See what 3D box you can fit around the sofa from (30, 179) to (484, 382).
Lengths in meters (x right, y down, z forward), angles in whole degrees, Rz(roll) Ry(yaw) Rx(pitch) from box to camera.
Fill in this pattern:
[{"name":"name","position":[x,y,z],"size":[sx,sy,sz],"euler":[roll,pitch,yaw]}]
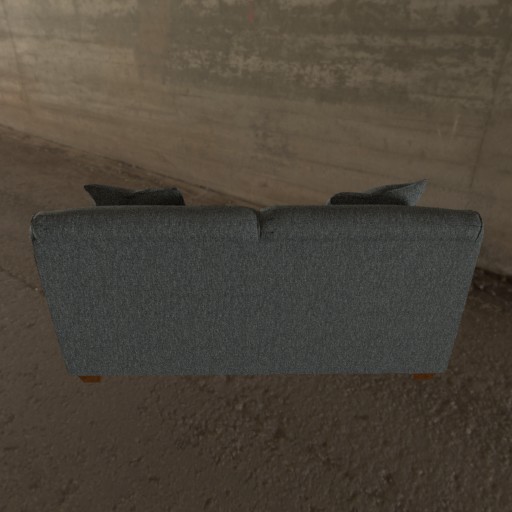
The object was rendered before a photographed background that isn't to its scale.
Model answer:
[{"name":"sofa","position":[0.000,0.000,2.371],"size":[1.846,0.958,0.998],"euler":[0,30,-1]}]
